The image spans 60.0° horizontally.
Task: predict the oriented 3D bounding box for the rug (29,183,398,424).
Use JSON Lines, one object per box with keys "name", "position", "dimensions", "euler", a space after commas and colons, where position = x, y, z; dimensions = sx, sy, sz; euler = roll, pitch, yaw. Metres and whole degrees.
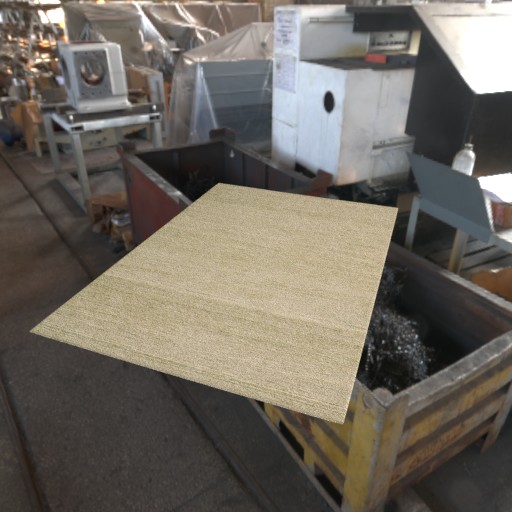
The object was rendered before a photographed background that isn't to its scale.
{"name": "rug", "position": [0.000, 0.000, 5.067], "dimensions": [2.782, 0.025, 3.935], "euler": [11, 32, 18]}
